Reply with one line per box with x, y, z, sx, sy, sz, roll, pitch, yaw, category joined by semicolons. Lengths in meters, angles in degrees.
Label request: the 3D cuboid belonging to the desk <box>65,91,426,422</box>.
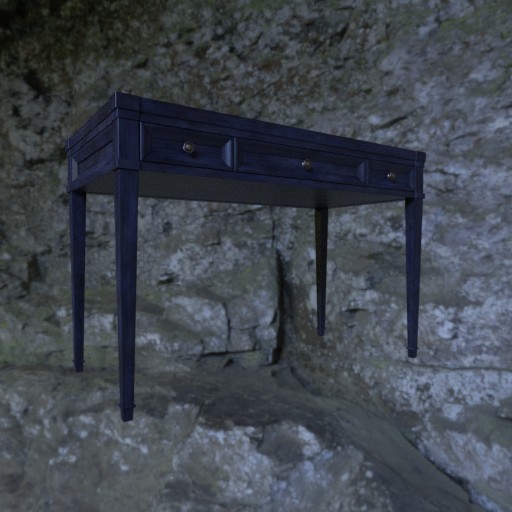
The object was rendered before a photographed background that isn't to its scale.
0.000;0.000;1.757;1.289;0.861;0.630;-1;1;-34;desk
